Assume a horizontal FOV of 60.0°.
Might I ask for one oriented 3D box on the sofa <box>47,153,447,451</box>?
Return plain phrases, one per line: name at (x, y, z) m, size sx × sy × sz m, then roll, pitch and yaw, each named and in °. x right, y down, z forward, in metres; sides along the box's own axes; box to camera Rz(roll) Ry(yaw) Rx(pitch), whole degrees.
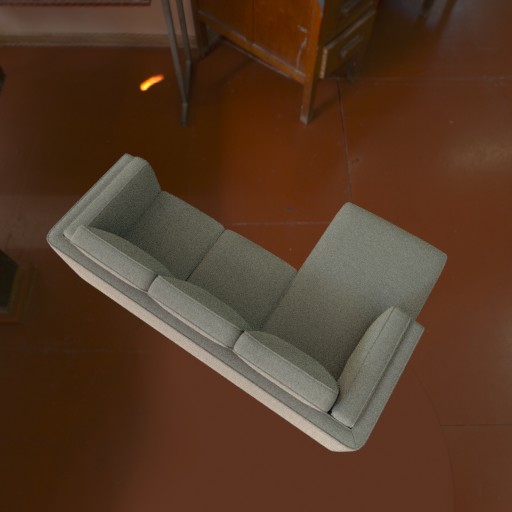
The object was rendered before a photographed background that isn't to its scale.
sofa at (0.000, 0.000, 3.213) m, size 2.411 × 0.929 × 1.604 m, roll 31°, pitch 69°, yaw 14°
